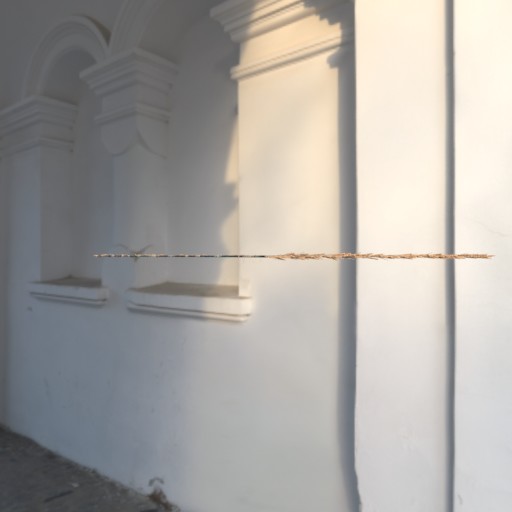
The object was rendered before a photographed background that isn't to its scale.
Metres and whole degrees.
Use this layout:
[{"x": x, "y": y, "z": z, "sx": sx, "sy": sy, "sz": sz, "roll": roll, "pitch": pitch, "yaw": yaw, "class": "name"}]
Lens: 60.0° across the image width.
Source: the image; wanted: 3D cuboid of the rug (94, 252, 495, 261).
[{"x": 0.000, "y": 0.000, "z": 2.365, "sx": 1.181, "sy": 0.028, "sz": 1.936, "roll": 0, "pitch": 0, "yaw": -35, "class": "rug"}]
